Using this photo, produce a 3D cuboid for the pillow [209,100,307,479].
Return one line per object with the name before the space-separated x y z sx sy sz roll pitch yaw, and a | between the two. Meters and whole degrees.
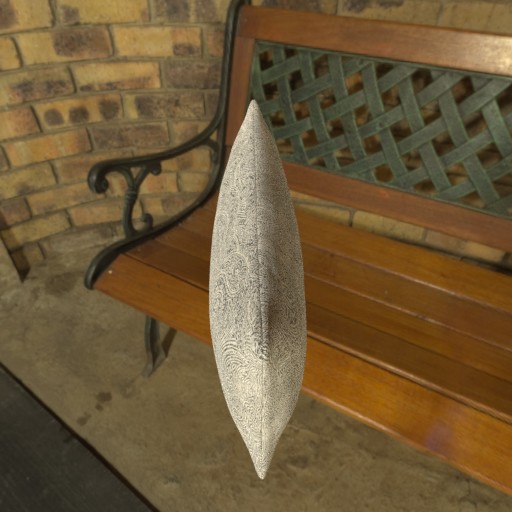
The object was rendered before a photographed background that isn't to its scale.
pillow | 0.000 0.000 0.744 0.151 0.295 0.615 -1 41 -1
